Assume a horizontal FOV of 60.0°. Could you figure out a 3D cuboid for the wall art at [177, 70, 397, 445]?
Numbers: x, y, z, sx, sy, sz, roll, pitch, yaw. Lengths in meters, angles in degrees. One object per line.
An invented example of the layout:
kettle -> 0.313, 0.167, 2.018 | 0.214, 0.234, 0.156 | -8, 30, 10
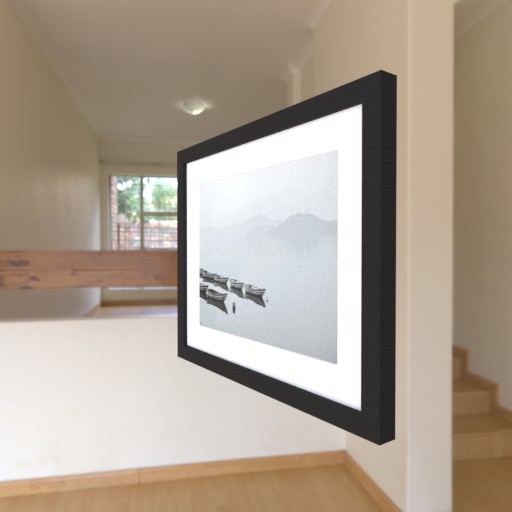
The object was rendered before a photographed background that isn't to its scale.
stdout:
wall art -> 0.000, 0.000, 0.768 | 0.030, 0.454, 0.554 | -1, 1, -36
